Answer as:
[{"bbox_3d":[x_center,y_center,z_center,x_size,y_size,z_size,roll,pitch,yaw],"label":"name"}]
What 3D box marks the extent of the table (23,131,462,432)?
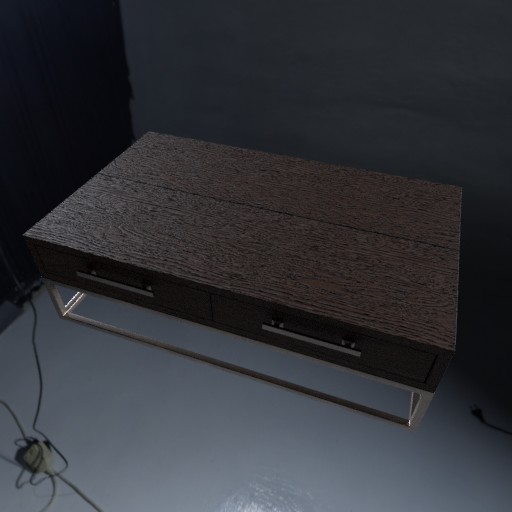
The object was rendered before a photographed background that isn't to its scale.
[{"bbox_3d":[0.000,0.000,1.466,1.167,0.361,0.719,14,43,15],"label":"table"}]
